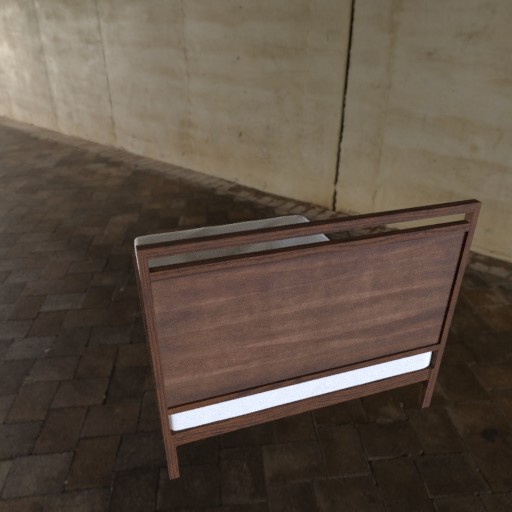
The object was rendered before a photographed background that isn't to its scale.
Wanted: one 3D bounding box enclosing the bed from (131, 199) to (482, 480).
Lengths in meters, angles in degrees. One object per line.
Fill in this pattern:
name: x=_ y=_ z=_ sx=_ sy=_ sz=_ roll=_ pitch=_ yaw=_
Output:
bed: x=0.000 y=0.000 z=3.355 sx=1.765 sy=1.487 sz=2.218 roll=-9 pitch=30 yaw=-16
